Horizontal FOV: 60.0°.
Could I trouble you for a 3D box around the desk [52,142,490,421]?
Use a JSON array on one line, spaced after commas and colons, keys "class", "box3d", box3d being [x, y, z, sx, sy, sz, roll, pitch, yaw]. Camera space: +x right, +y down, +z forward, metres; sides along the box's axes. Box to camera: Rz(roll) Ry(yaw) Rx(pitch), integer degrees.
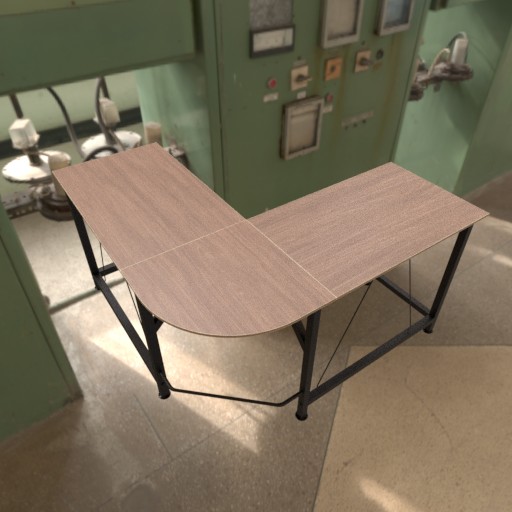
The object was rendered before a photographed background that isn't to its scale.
[{"class": "desk", "box3d": [0.000, 0.000, 2.227, 1.400, 0.762, 1.400, -24, 46, -26]}]
